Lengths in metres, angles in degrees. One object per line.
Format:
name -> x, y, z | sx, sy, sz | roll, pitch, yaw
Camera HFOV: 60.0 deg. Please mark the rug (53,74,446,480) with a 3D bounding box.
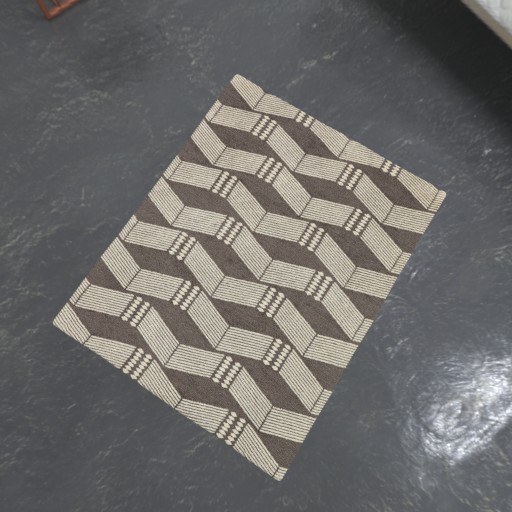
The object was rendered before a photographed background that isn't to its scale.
rug -> 0.000, 0.000, 4.145 | 2.438, 0.016, 3.048 | 32, 79, 7
